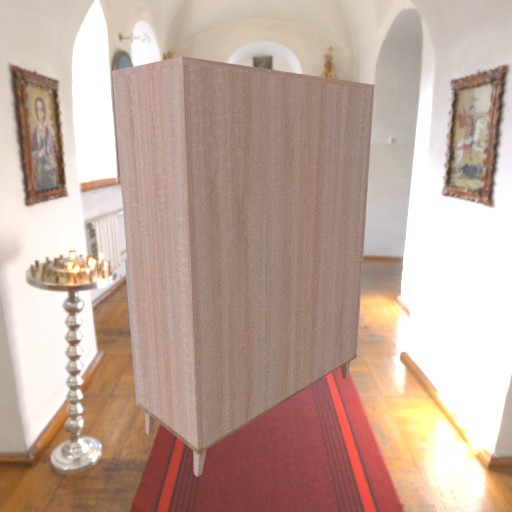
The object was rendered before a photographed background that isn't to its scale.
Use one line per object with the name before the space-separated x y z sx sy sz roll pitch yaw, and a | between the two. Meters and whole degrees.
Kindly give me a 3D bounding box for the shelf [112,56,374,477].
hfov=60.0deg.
shelf | 0.000 0.000 1.879 0.995 1.405 0.434 -15 21 -43
